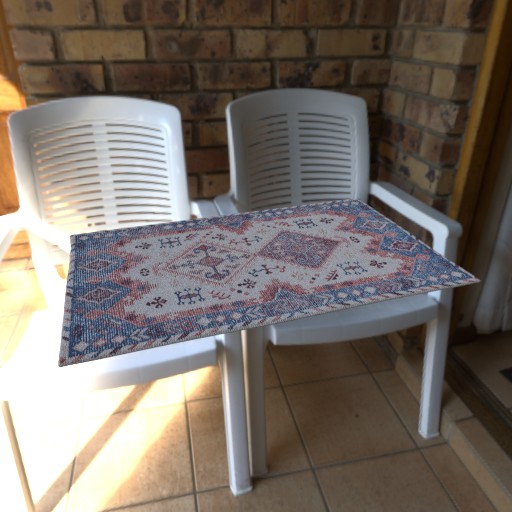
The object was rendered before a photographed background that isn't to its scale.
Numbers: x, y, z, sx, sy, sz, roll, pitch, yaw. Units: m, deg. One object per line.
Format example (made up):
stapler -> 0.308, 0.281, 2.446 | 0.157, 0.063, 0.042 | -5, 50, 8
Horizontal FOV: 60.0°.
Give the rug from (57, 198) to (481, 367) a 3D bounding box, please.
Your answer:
rug -> 0.000, 0.000, 3.052 | 2.464, 0.023, 1.521 | -9, 29, -16
